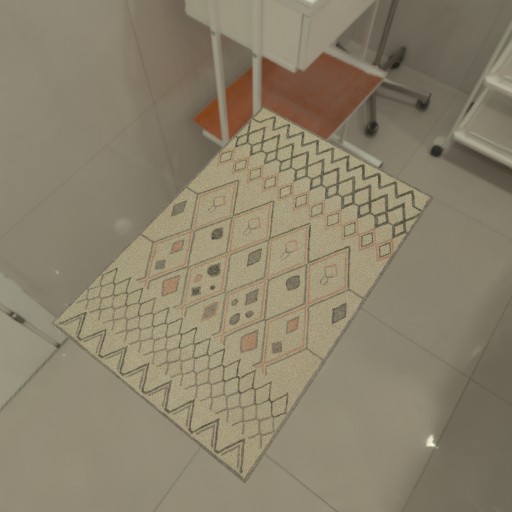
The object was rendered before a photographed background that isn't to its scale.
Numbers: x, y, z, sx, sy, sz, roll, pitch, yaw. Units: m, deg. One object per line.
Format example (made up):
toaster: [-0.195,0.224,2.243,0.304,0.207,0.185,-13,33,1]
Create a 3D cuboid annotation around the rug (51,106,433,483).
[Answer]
rug: [0.000,0.000,2.400,1.219,0.016,1.829,33,68,15]
